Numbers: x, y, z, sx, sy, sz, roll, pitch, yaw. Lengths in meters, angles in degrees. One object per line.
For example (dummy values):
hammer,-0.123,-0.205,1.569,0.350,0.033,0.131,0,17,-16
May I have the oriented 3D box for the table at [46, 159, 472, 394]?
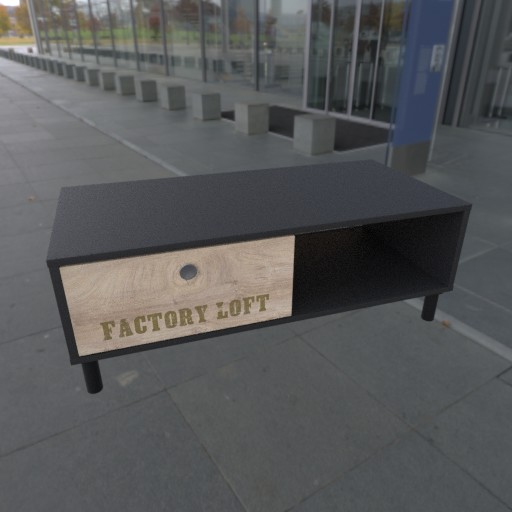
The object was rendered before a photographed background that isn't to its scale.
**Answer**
table,0.000,0.000,1.396,1.100,0.400,0.550,-8,28,-16
